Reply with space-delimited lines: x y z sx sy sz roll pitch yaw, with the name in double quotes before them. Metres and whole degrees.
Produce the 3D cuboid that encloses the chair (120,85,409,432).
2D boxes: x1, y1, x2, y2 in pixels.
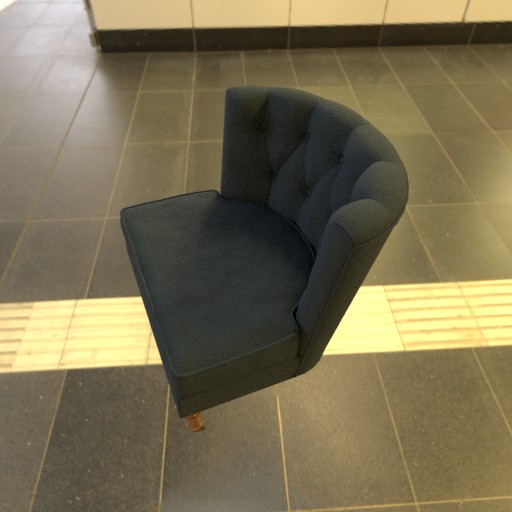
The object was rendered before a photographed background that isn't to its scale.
"chair" 0.000 0.000 1.365 0.718 0.771 0.740 -17 48 -16
